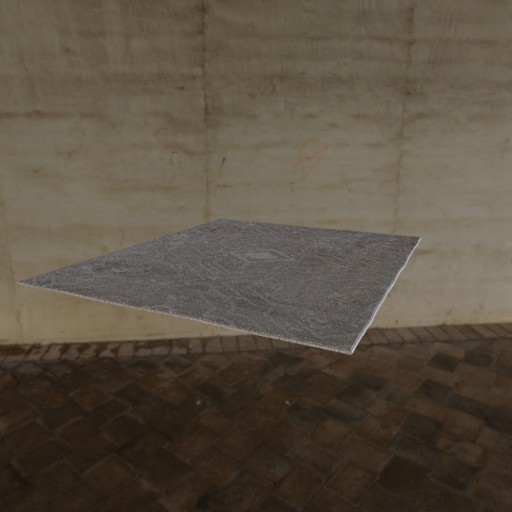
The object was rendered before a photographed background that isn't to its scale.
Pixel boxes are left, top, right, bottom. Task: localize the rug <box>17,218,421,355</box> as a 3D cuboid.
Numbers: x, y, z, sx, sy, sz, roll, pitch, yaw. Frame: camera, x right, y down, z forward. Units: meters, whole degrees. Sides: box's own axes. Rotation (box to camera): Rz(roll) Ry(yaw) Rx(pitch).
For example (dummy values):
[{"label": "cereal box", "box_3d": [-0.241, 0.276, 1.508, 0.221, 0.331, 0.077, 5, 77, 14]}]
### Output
[{"label": "rug", "box_3d": [0.000, 0.000, 0.875, 0.548, 0.006, 0.639, 7, 17, 25]}]
